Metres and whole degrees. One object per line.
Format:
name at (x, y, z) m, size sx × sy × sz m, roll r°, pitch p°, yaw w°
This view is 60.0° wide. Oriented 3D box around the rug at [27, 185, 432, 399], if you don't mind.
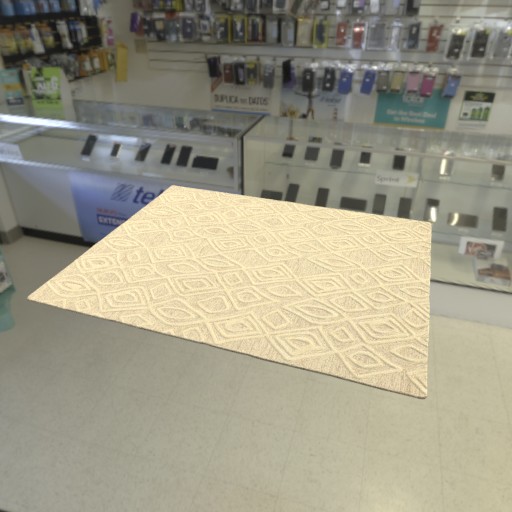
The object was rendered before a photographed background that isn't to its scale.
rug at (0.000, 0.000, 4.086) m, size 3.049 × 0.025 × 2.449 m, roll 10°, pitch 33°, yaw 16°
